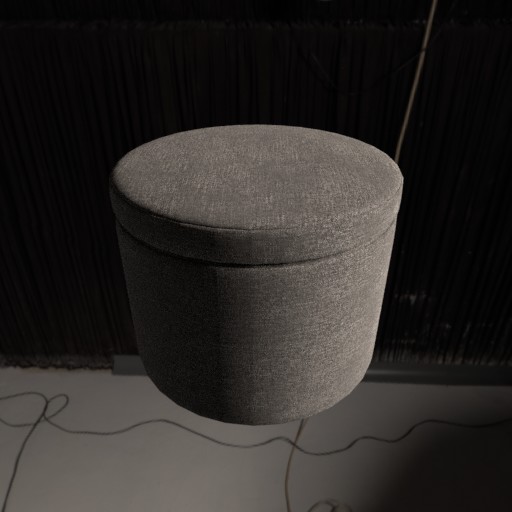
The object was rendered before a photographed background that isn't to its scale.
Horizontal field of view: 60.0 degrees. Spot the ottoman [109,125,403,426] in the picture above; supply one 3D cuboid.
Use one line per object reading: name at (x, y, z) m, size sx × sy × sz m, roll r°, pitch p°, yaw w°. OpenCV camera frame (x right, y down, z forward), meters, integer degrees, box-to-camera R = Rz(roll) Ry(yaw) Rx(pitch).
ottoman at (0.000, 0.000, 0.872) m, size 0.500 × 0.419 × 0.500 m, roll 0°, pitch 31°, yaw 0°
